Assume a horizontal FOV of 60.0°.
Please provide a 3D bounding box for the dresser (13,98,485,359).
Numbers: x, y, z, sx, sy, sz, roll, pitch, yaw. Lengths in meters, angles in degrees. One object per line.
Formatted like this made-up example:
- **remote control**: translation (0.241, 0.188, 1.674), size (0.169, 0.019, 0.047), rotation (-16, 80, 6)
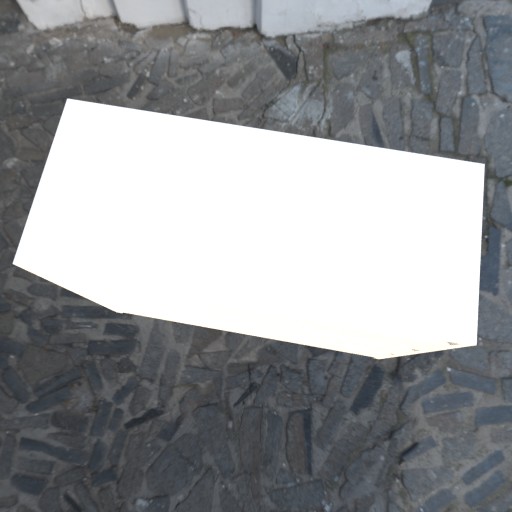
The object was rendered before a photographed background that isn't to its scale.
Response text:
- **dresser**: translation (0.000, 0.000, 1.488), size (1.100, 0.820, 0.460), rotation (10, 75, 3)
